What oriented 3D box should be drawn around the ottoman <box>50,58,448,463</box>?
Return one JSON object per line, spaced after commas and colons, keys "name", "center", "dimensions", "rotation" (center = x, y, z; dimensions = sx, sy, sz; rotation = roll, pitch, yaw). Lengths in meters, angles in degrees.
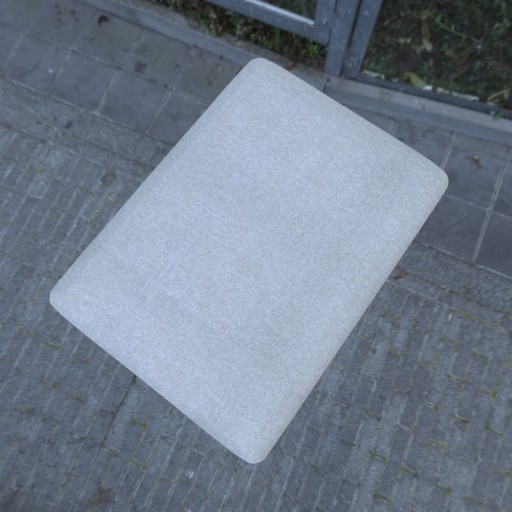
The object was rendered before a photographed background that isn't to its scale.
{"name": "ottoman", "center": [0.000, 0.000, 1.211], "dimensions": [0.610, 0.478, 0.823], "rotation": [35, 78, 9]}
